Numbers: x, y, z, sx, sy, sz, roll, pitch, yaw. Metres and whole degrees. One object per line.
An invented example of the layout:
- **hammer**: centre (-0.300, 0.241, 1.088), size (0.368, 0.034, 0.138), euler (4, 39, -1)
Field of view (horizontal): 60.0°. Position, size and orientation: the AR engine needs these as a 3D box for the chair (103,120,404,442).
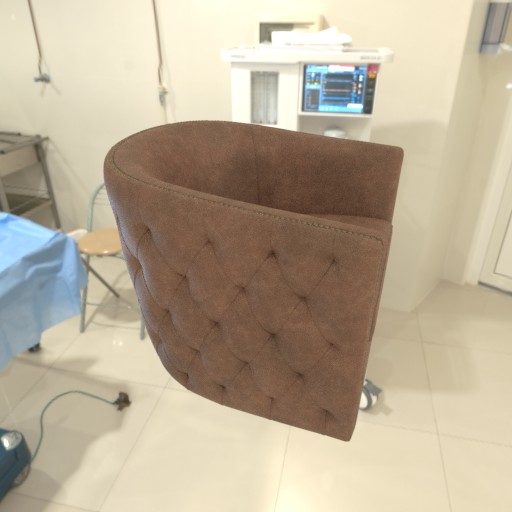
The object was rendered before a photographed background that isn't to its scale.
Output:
- **chair**: centre (0.000, 0.000, 1.543), size (0.870, 0.790, 0.850), euler (10, 30, 17)
